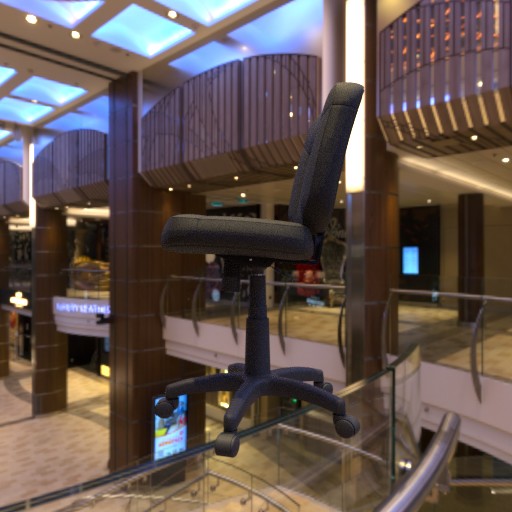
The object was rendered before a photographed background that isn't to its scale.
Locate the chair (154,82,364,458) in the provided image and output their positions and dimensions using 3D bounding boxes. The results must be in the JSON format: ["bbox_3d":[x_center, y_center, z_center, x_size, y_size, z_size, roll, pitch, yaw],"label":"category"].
[{"bbox_3d":[0.000,0.000,1.352,0.610,0.972,0.610,0,0,-2],"label":"chair"}]
